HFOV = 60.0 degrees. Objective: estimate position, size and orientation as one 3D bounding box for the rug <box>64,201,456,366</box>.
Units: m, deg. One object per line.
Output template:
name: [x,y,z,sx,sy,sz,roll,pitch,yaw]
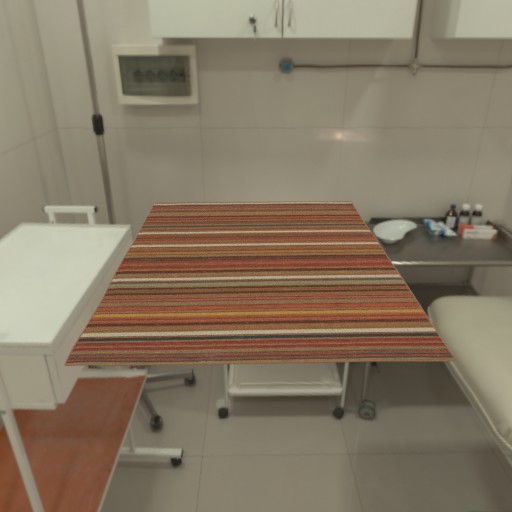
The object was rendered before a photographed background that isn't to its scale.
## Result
rug: [0.000,0.000,4.157,2.479,0.023,3.092,0,26,-1]
